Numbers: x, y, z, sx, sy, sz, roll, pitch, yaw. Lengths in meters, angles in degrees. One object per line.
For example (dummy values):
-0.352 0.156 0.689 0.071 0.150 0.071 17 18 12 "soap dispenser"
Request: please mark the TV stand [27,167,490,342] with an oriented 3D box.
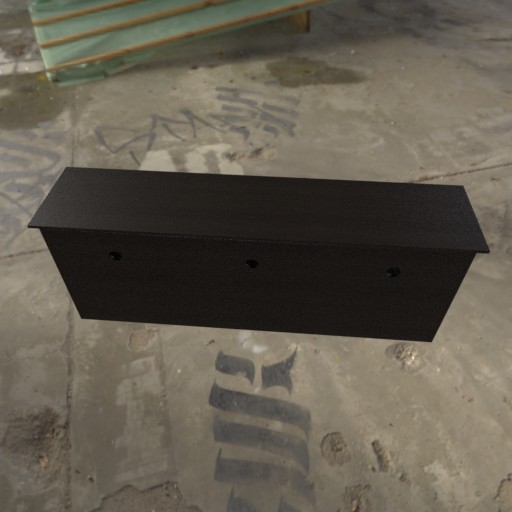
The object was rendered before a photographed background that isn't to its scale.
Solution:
0.000 0.000 2.055 1.778 0.610 0.406 3 46 3 "TV stand"
